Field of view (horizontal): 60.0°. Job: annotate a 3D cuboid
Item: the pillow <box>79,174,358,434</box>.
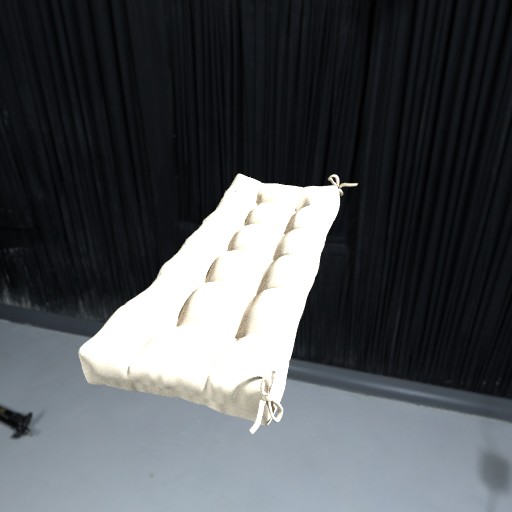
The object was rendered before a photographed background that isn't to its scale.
[{"bbox_3d":[0.000,0.000,1.364,0.511,0.174,1.194,8,32,14],"label":"pillow"}]
